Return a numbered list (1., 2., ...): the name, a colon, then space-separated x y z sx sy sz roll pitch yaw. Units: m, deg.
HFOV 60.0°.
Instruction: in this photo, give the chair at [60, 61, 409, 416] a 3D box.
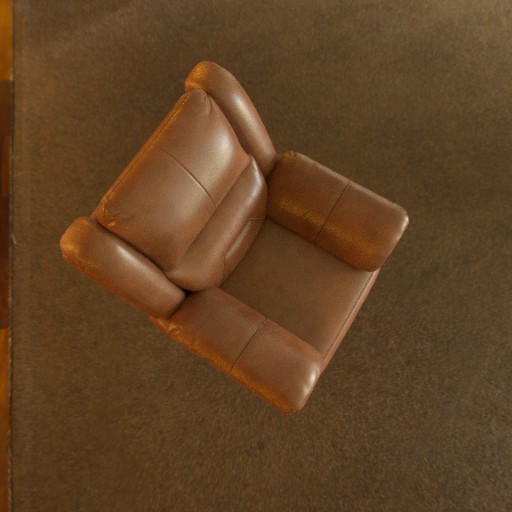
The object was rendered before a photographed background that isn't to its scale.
1. chair: 0.000 0.000 1.927 1.041 1.093 0.990 32 77 8
